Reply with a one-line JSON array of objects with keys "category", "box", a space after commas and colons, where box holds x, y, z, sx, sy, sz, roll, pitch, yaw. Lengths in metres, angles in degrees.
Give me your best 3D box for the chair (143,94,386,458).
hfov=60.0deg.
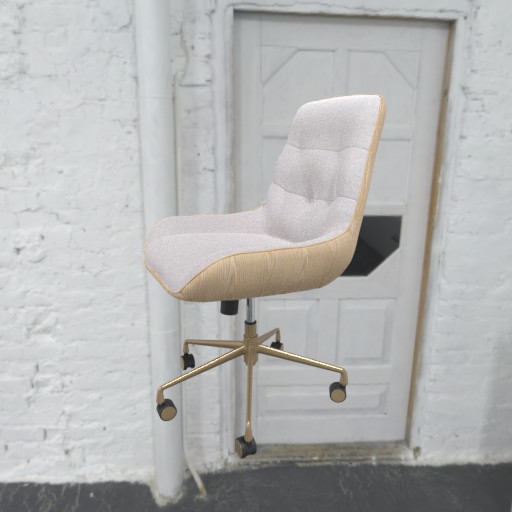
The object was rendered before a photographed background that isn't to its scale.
[{"category": "chair", "box": [0.000, 0.000, 1.363, 0.668, 0.952, 0.564, -8, 17, -25]}]
